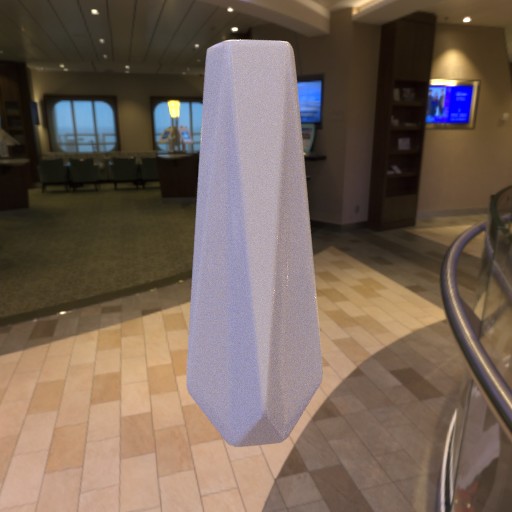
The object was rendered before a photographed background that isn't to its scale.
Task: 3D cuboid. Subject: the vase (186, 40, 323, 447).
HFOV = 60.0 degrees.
[{"bbox_3d":[0.000,0.000,0.384,0.122,0.329,0.116,8,18,26],"label":"vase"}]
